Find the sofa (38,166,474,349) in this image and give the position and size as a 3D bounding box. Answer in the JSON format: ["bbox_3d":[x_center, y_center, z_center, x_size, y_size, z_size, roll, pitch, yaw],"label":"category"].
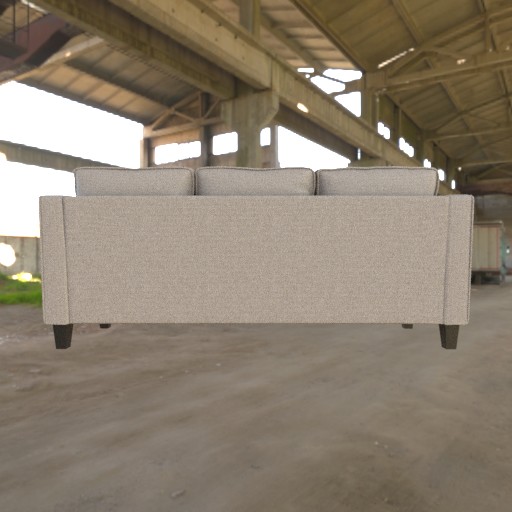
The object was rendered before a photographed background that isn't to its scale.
[{"bbox_3d":[0.000,0.000,2.601,2.129,0.950,0.899,0,0,0],"label":"sofa"}]
